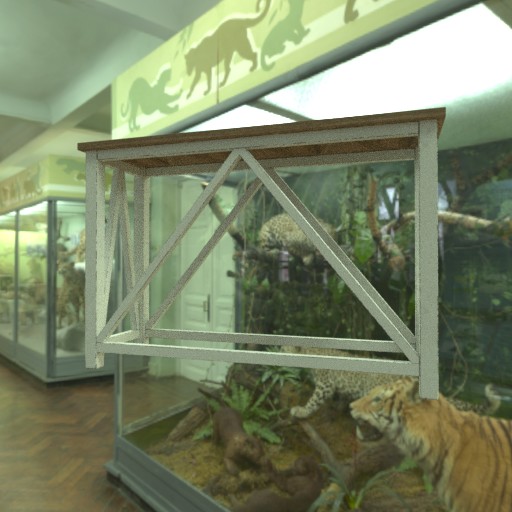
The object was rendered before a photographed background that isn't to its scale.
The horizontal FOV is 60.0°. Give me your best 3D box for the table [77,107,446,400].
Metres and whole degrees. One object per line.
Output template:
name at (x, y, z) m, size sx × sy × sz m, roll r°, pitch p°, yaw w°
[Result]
table at (0.000, 0.000, 1.818) m, size 1.400 × 0.930 × 0.450 m, roll 0°, pitch -1°, yaw 18°
